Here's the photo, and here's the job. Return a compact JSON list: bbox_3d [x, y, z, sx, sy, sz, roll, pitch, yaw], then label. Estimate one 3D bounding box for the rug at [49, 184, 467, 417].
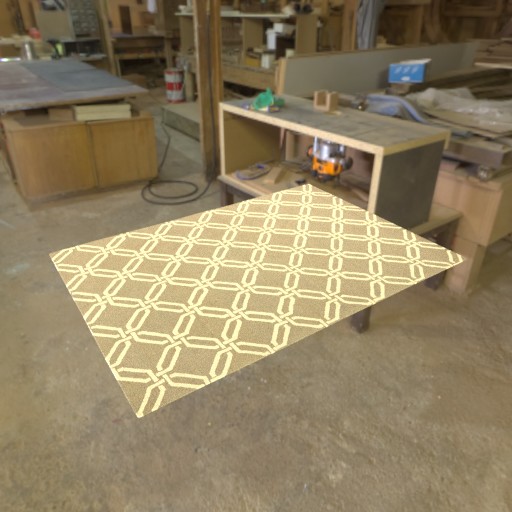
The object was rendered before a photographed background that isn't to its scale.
[{"bbox_3d":[0.000,0.000,4.431,3.419,0.020,2.441,-19,35,-29],"label":"rug"}]
